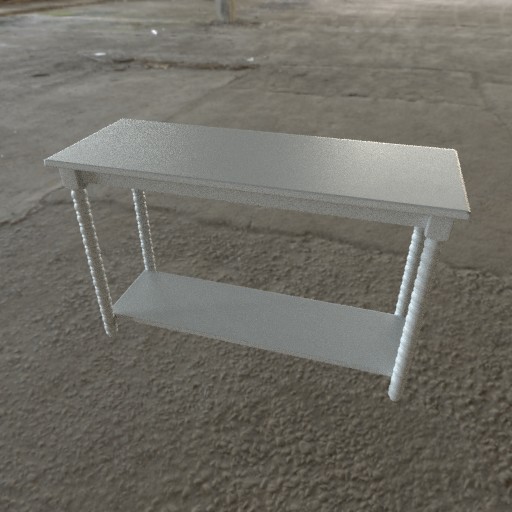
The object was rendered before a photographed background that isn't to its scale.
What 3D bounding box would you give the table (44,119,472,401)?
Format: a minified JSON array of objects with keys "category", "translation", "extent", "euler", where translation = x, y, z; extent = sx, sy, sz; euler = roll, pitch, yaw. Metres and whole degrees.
[{"category":"table","translation":[0.000,0.000,1.551],"extent":[1.184,0.740,0.459],"euler":[9,34,14]}]
